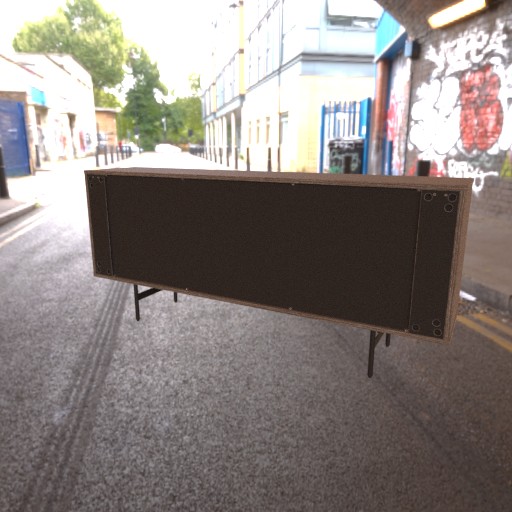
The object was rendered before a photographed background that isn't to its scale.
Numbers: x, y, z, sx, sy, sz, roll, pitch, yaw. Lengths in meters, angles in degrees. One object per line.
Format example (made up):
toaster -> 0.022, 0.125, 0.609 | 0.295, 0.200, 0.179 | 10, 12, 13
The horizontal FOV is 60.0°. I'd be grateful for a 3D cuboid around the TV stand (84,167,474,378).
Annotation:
TV stand -> 0.000, 0.000, 2.143 | 1.804, 0.787, 0.405 | 8, 16, 27
